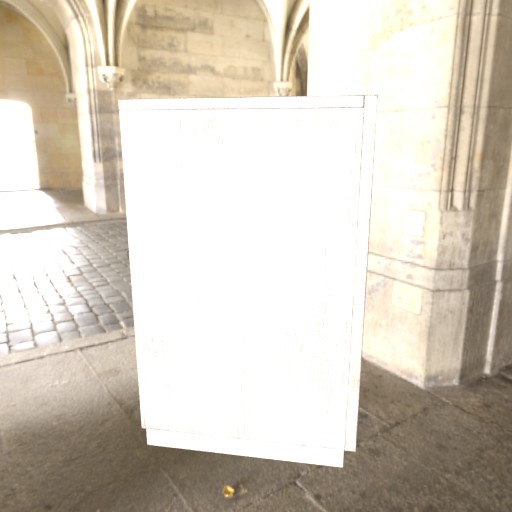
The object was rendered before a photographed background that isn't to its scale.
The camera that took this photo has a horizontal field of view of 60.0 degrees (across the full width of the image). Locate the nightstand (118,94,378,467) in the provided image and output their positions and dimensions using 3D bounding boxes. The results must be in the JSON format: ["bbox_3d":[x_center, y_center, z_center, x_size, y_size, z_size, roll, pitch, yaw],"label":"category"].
[{"bbox_3d":[0.000,0.000,1.082,0.483,0.673,0.612,2,14,9],"label":"nightstand"}]
